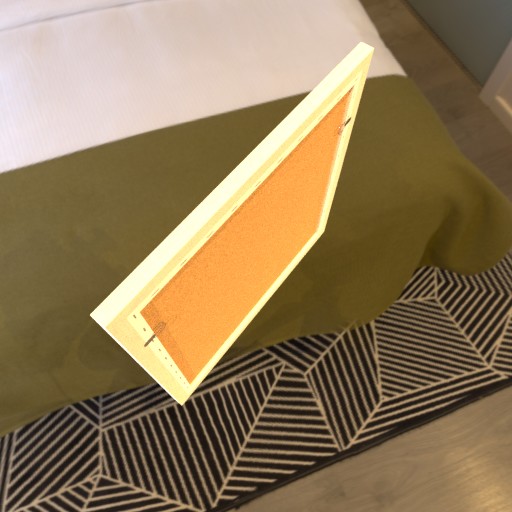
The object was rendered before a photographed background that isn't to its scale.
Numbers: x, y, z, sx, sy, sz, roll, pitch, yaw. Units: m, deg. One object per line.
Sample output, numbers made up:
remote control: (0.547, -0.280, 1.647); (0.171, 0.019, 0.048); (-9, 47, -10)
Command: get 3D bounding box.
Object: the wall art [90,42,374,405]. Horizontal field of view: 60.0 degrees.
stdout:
wall art: (0.000, 0.000, 1.506); (0.045, 1.016, 1.016); (35, 68, 16)
